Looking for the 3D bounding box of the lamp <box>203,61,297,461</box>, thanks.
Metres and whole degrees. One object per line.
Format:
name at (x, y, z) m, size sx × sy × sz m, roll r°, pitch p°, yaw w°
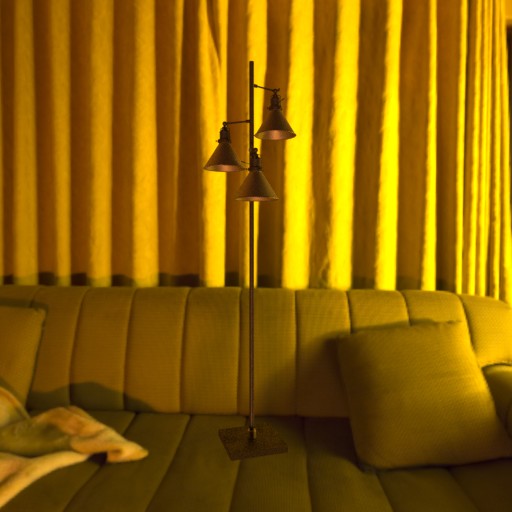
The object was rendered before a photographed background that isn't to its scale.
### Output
lamp at (0.000, 0.000, 1.969) m, size 0.428 × 1.716 × 0.415 m, roll -1°, pitch 2°, yaw -17°
